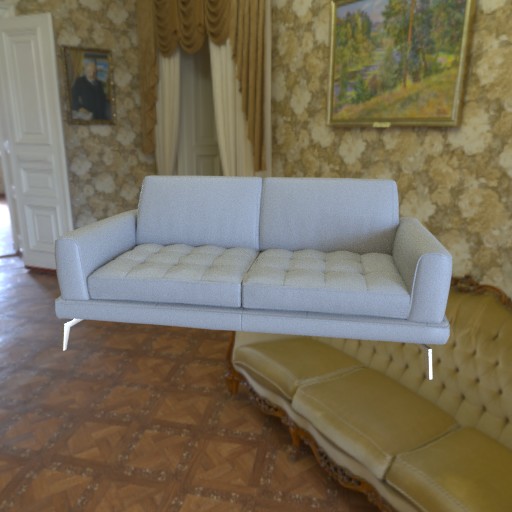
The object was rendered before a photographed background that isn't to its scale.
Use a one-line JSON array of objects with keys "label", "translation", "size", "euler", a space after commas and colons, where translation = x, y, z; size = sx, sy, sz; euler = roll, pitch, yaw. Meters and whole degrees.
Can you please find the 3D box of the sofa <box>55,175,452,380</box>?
[{"label": "sofa", "translation": [0.000, 0.000, 2.802], "size": [2.177, 0.930, 1.121], "euler": [3, 16, 9]}]
